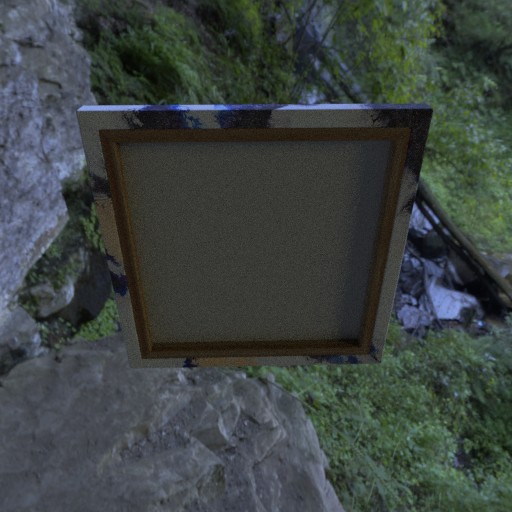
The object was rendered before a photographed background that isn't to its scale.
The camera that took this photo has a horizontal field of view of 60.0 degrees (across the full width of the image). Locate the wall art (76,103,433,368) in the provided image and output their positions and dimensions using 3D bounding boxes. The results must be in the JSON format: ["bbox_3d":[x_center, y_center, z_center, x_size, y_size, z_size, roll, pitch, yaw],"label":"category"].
[{"bbox_3d":[0.000,0.000,0.928,0.609,0.609,0.039,-1,32,-1],"label":"wall art"}]
